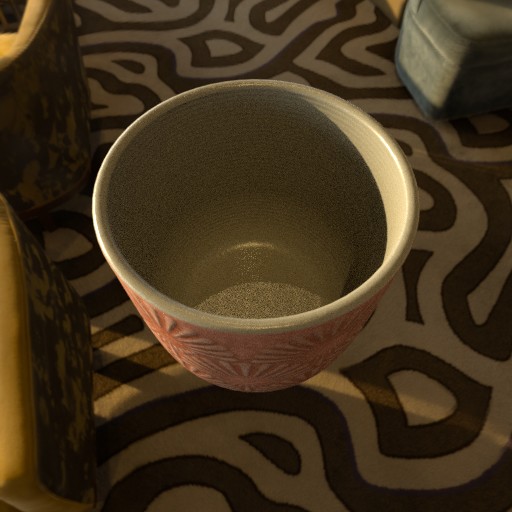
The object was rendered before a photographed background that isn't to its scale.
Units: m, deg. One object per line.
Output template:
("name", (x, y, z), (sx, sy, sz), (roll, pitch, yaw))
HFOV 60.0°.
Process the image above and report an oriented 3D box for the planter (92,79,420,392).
("planter", (0.000, 0.000, 0.216), (0.124, 0.109, 0.124), (0, 58, 0))
